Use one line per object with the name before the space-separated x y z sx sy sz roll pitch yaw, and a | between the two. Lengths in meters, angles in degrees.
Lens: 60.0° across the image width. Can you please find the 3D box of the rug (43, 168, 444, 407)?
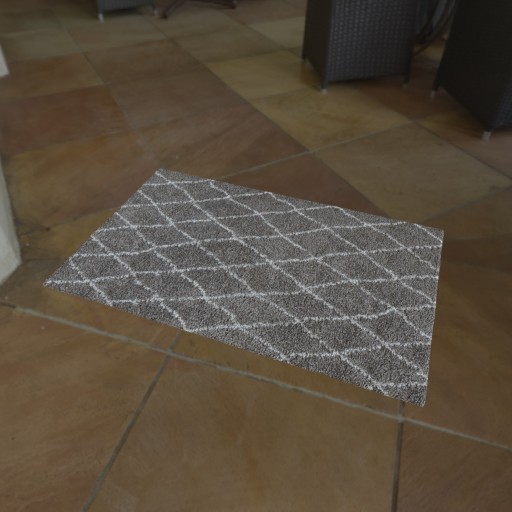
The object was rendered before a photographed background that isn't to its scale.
rug | 0.000 0.000 3.124 2.438 0.030 1.524 15 45 15
